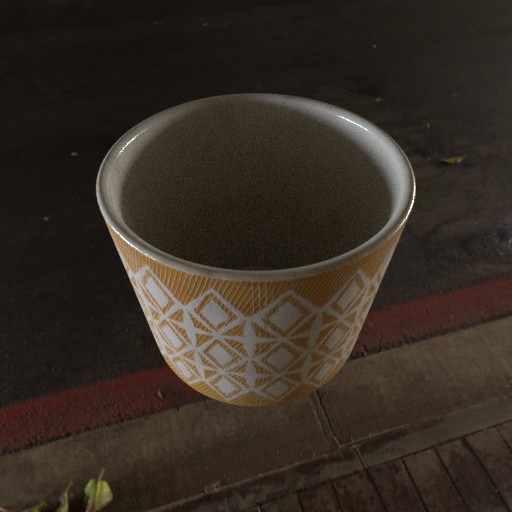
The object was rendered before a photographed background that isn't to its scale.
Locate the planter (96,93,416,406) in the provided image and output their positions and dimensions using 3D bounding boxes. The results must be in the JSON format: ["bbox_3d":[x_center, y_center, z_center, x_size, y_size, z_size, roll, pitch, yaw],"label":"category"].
[{"bbox_3d":[0.000,0.000,0.333,0.193,0.165,0.193,0,45,0],"label":"planter"}]
